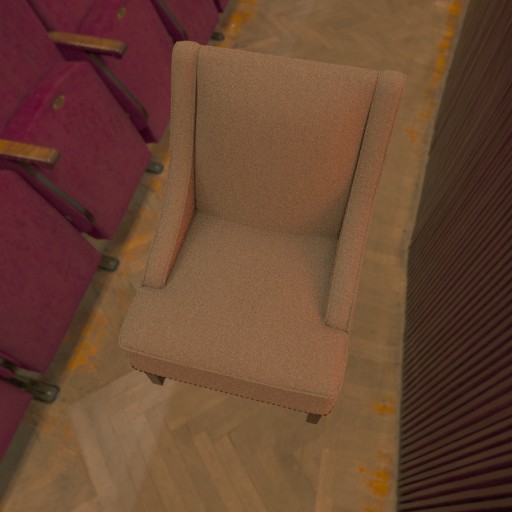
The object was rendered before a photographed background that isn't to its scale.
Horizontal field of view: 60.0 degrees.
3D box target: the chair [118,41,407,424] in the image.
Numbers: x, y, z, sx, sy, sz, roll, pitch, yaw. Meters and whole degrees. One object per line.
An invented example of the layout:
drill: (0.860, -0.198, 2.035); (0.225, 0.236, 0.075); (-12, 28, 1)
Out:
chair: (0.000, 0.000, 1.343); (0.628, 0.872, 0.748); (12, 58, 7)
